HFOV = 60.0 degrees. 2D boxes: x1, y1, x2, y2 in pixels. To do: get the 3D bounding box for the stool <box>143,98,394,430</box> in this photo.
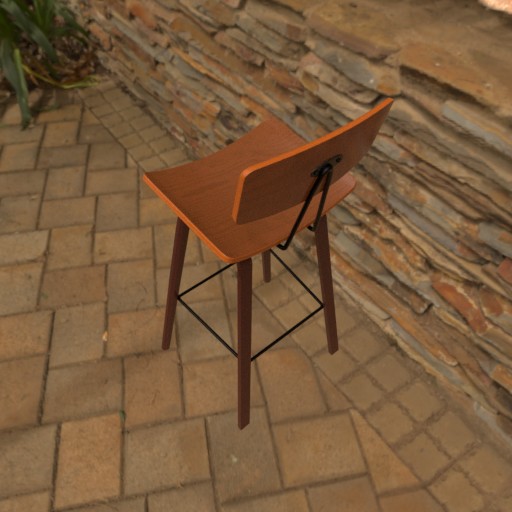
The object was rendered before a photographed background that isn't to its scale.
[{"bbox_3d":[0.000,0.000,1.219,0.509,0.969,0.440,-32,55,-26],"label":"stool"}]
